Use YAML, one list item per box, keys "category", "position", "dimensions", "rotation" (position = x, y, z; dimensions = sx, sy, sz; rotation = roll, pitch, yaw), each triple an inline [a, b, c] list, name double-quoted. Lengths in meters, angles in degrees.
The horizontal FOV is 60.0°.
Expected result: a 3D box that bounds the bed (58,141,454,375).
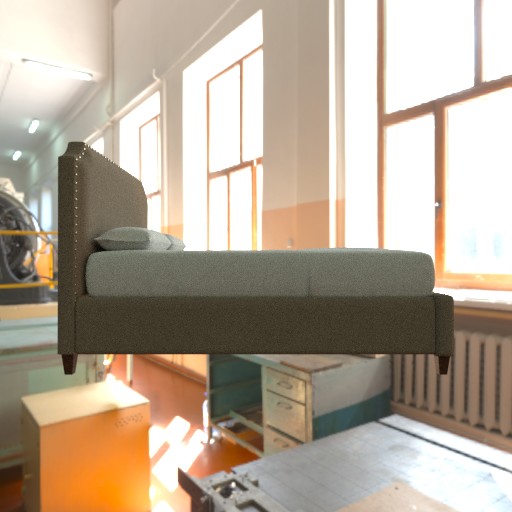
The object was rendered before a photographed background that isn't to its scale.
- category: "bed"
  position: [0.000, 0.000, 3.437]
  dimensions: [2.329, 1.415, 1.703]
  rotation: [0, 0, 0]
